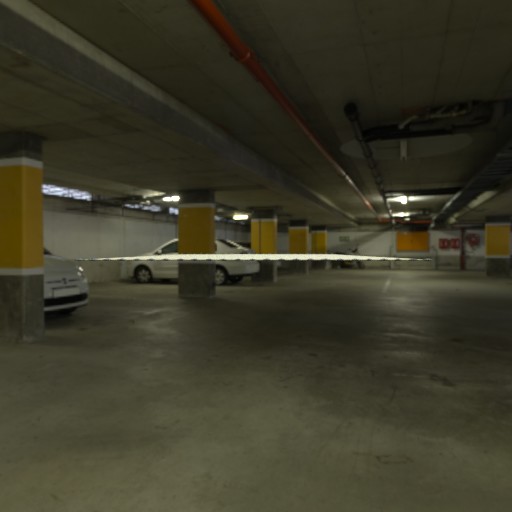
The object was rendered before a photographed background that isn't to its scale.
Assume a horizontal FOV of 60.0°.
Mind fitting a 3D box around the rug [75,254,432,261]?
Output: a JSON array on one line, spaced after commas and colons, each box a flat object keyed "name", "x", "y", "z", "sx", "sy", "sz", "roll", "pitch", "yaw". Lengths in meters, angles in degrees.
[{"name": "rug", "x": 0.000, "y": 0.000, "z": 2.585, "sx": 1.248, "sy": 0.009, "sz": 2.108, "roll": 0, "pitch": 1, "yaw": 1}]
